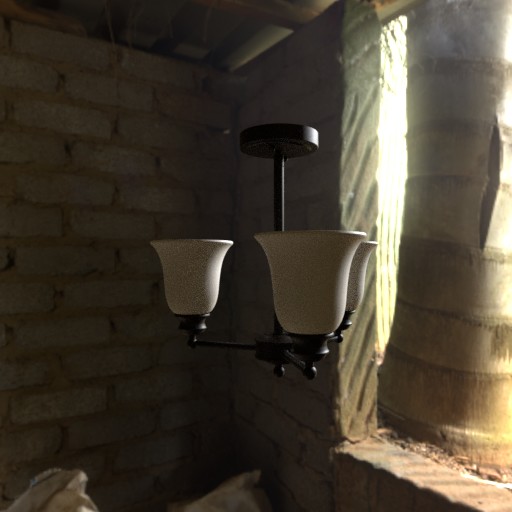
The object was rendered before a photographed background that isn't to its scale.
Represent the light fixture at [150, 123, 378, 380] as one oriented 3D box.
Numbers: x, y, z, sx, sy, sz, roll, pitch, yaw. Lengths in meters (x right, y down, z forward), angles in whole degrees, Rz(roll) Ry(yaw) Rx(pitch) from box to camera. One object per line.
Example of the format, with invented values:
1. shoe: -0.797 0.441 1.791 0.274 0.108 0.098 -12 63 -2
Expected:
1. light fixture: 0.000 0.000 0.690 0.354 0.370 0.388 0 -1 18
